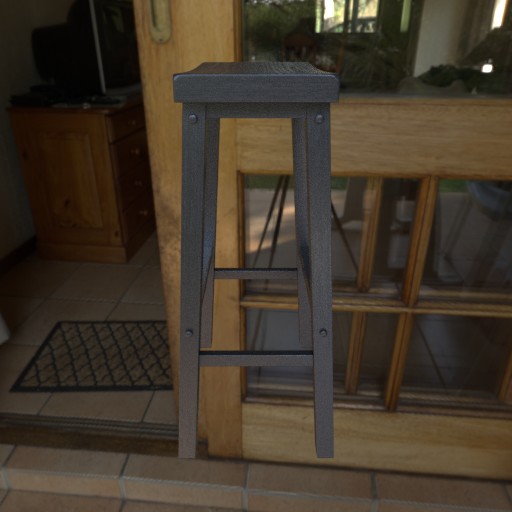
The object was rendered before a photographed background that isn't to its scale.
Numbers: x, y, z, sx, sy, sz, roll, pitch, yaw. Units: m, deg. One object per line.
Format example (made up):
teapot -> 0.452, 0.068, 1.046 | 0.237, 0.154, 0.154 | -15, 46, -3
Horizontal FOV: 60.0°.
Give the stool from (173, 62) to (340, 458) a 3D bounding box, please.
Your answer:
stool -> 0.000, 0.000, 0.943 | 0.322, 0.742, 0.406 | 0, 26, 0
